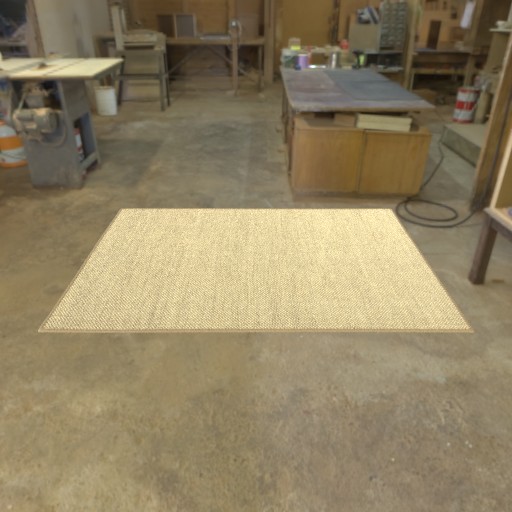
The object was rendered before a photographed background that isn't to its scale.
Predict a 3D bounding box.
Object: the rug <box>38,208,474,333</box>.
[{"bbox_3d":[0.000,0.000,2.794,2.115,0.013,1.517,0,29,0],"label":"rug"}]
